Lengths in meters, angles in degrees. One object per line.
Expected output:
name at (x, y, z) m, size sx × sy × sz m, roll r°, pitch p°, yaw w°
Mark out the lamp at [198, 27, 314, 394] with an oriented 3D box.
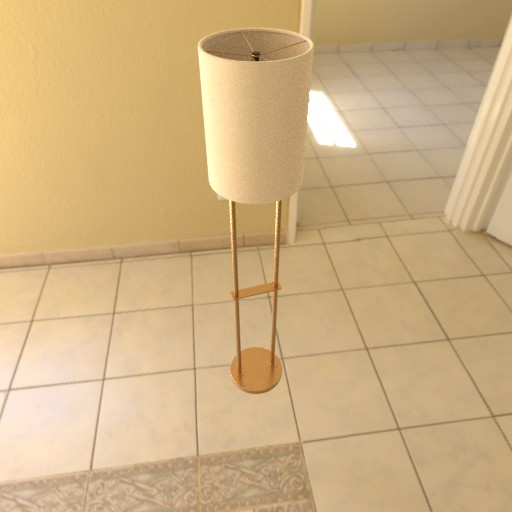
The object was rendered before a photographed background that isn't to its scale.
lamp at (0.000, 0.000, 1.667) m, size 0.306 × 1.500 × 0.305 m, roll -12°, pitch 43°, yaw -13°
